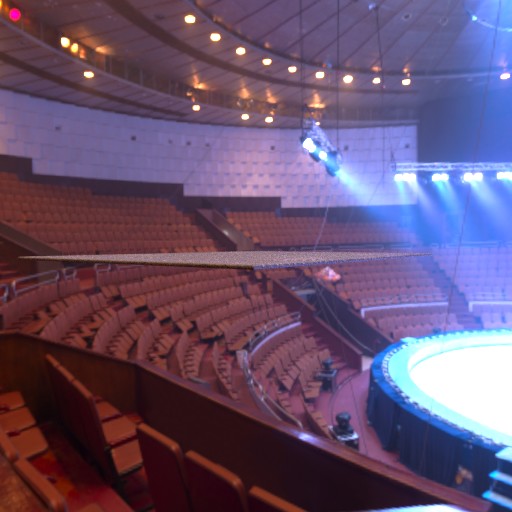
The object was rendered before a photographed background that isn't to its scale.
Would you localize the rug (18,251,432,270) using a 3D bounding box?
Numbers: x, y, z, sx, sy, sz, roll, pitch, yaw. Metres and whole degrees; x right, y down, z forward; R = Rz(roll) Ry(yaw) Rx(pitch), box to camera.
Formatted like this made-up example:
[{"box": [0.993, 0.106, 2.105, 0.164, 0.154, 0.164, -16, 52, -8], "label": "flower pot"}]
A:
[{"box": [0.000, 0.000, 2.745, 1.543, 0.015, 2.144, 1, 2, 36], "label": "rug"}]
